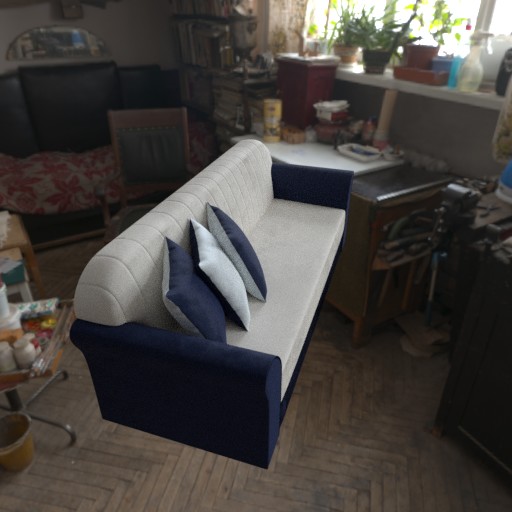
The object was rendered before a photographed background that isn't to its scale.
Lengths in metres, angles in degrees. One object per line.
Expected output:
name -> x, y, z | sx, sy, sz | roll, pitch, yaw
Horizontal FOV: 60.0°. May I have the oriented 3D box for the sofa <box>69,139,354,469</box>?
sofa -> 0.000, 0.000, 2.390 | 0.749, 0.789, 2.006 | 10, 32, 16
